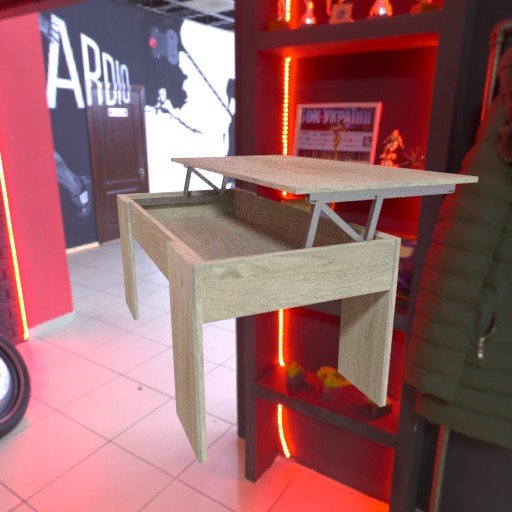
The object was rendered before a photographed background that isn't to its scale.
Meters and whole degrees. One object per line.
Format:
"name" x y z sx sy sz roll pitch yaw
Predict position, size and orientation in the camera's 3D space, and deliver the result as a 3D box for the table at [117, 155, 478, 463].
"table" 0.000 0.000 1.430 0.711 0.570 1.000 -7 17 -23
